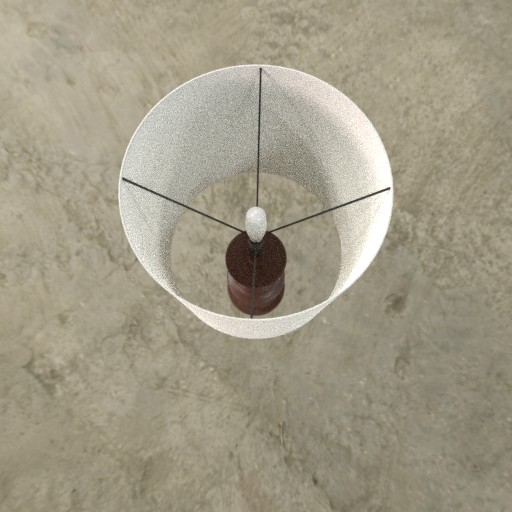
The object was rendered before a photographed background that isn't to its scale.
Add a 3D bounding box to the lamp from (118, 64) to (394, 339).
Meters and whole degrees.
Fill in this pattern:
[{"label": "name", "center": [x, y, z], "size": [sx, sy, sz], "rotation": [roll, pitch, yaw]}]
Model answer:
[{"label": "lamp", "center": [0.000, 0.000, 0.557], "size": [0.208, 0.455, 0.208], "rotation": [-17, 77, -4]}]
